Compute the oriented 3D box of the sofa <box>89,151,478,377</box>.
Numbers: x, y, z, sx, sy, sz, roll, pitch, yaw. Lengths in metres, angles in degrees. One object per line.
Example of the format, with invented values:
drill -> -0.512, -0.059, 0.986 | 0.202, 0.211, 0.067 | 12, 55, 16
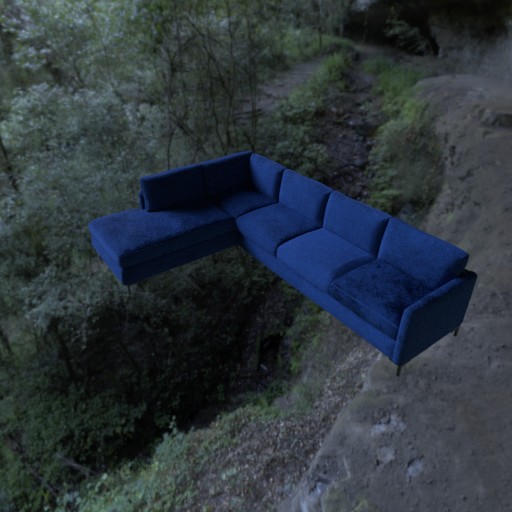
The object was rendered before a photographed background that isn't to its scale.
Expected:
sofa -> 0.000, 0.000, 3.885 | 2.007, 0.815, 2.949 | -22, 39, -30
